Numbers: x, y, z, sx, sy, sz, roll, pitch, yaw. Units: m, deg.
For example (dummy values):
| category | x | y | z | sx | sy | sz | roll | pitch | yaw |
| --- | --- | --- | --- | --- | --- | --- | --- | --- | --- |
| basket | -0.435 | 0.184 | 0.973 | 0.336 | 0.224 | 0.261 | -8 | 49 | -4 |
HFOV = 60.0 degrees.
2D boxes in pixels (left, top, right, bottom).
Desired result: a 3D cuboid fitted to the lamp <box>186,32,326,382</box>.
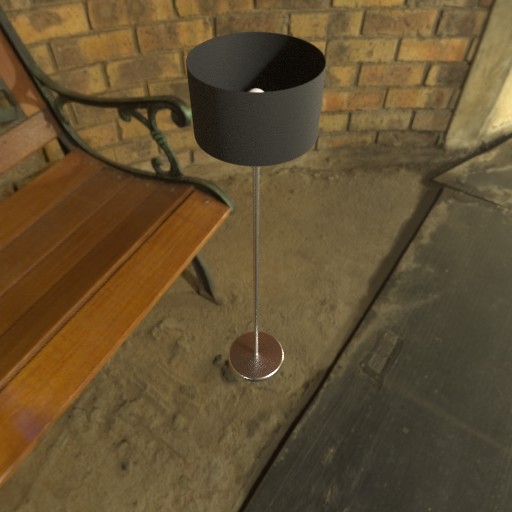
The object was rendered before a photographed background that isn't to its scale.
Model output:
| category | x | y | z | sx | sy | sz | roll | pitch | yaw |
| --- | --- | --- | --- | --- | --- | --- | --- | --- | --- |
| lamp | 0.000 | 0.000 | 1.633 | 0.348 | 1.443 | 0.348 | -3 | 47 | -2 |
